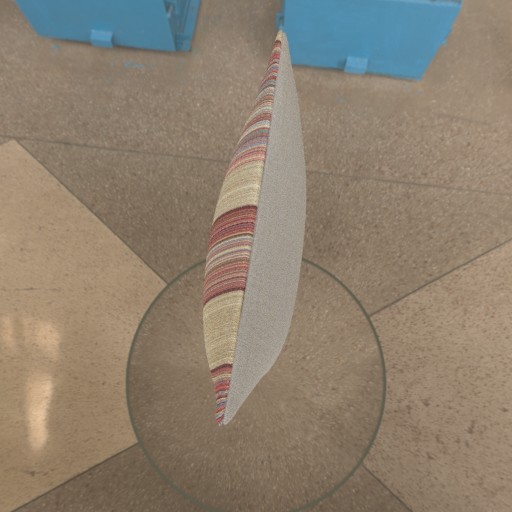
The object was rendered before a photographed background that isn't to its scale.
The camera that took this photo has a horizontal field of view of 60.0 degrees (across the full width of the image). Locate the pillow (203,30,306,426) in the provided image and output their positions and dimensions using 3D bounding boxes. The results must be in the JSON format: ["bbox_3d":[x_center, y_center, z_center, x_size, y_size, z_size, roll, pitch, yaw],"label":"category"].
[{"bbox_3d":[0.000,0.000,0.648,0.136,0.419,0.437,8,75,2],"label":"pillow"}]
